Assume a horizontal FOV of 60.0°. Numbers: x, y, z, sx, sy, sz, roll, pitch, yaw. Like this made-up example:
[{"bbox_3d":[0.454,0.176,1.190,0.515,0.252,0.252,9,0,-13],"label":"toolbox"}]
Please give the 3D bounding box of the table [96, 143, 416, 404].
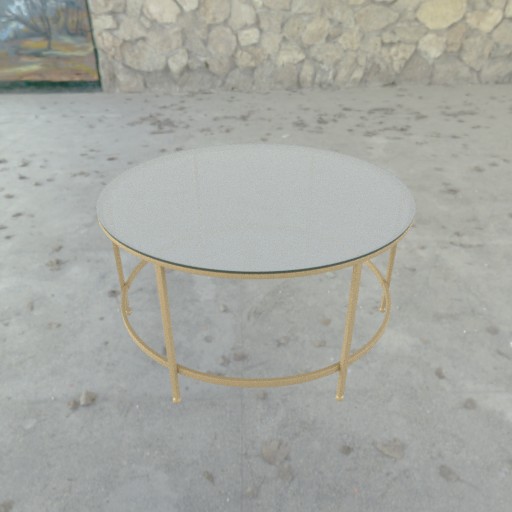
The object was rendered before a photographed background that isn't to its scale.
[{"bbox_3d":[0.000,0.000,1.439,0.914,0.470,0.914,0,31,0],"label":"table"}]
